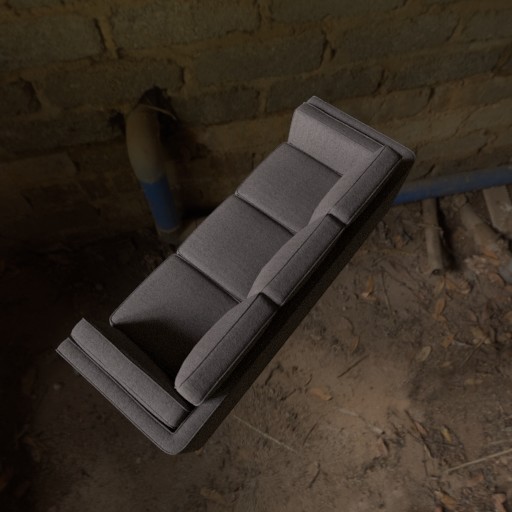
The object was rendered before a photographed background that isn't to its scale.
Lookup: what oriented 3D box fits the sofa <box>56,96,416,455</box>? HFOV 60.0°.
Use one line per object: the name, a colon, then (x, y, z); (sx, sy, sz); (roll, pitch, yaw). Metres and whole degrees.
sofa: (0.000, 0.000, 2.831); (0.903, 0.899, 2.362); (36, 69, 16)
